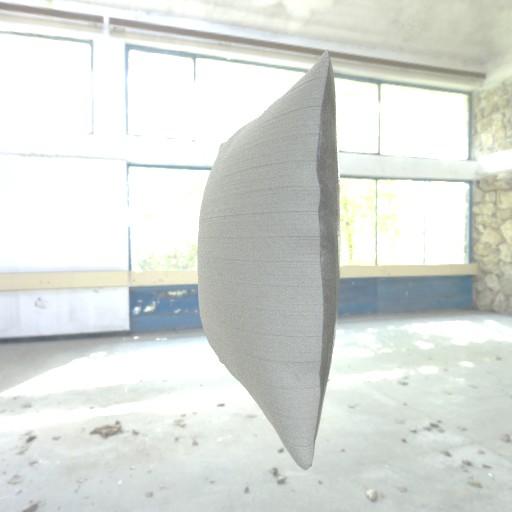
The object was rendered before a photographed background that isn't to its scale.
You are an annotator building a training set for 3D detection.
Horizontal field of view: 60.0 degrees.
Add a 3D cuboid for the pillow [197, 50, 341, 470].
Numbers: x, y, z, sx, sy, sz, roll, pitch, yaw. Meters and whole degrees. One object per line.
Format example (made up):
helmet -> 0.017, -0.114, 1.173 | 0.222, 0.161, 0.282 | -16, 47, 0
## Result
pillow -> 0.000, 0.000, 0.707 | 0.175, 0.464, 0.470 | -1, 2, -17
